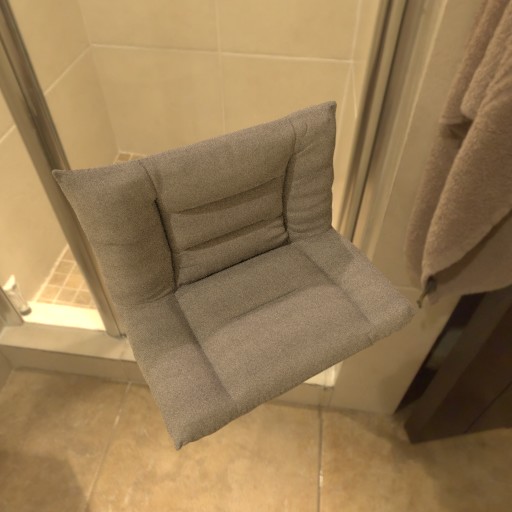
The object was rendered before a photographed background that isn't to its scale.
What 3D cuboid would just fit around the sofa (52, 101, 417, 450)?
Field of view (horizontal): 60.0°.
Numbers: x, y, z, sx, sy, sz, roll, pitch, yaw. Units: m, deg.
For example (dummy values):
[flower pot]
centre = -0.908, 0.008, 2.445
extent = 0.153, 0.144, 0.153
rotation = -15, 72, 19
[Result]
[sofa]
centre = 0.000, 0.000, 1.714
extent = 1.144, 0.795, 0.847
rotation = -22, 51, -20
